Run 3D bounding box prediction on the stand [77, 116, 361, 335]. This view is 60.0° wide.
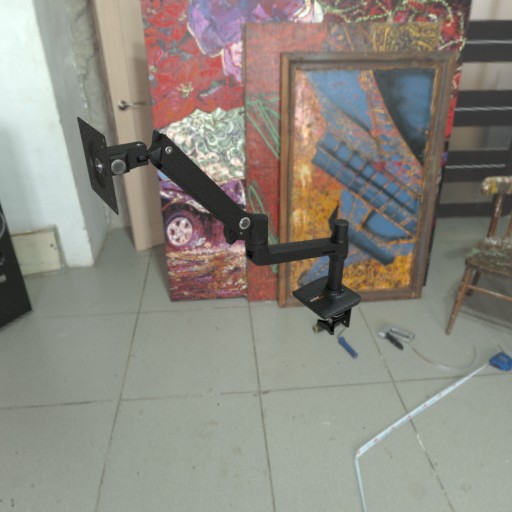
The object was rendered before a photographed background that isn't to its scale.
[{"bbox_3d":[0.000,0.000,1.055,0.650,0.713,0.152,-20,36,-29],"label":"stand"}]
